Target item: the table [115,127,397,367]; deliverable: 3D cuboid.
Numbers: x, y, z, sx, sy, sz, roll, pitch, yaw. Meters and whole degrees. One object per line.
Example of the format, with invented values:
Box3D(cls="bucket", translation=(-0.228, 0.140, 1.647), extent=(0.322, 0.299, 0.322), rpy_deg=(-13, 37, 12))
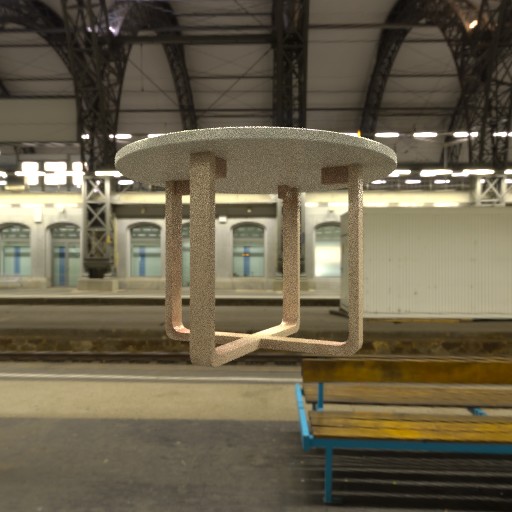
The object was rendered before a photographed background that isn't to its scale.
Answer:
Box3D(cls="table", translation=(0.000, 0.000, 0.989), extent=(0.600, 0.400, 0.600), rpy_deg=(0, 0, 0))
